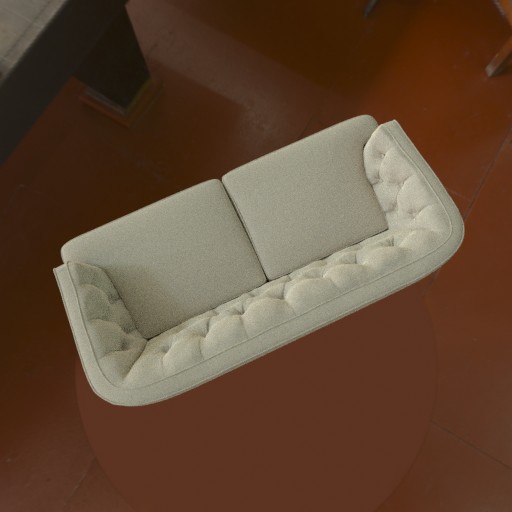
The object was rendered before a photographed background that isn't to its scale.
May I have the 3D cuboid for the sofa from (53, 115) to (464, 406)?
[{"bbox_3d":[0.000,0.000,2.234,1.733,0.855,0.941,-24,79,-5],"label":"sofa"}]
